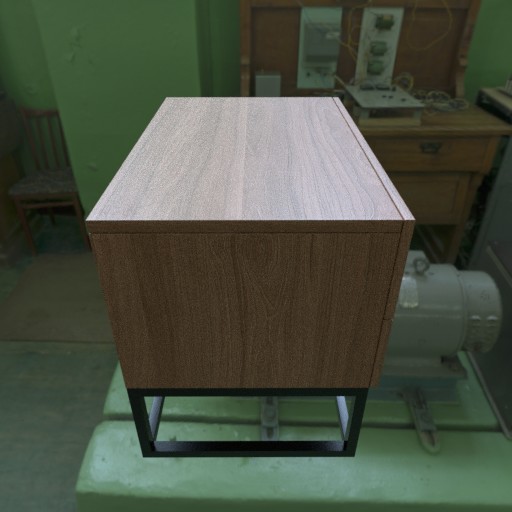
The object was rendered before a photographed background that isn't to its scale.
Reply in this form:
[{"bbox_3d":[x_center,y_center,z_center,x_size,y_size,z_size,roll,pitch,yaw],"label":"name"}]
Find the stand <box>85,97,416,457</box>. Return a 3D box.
[{"bbox_3d":[0.000,0.000,0.931,0.420,0.500,0.600,0,33,0],"label":"stand"}]
